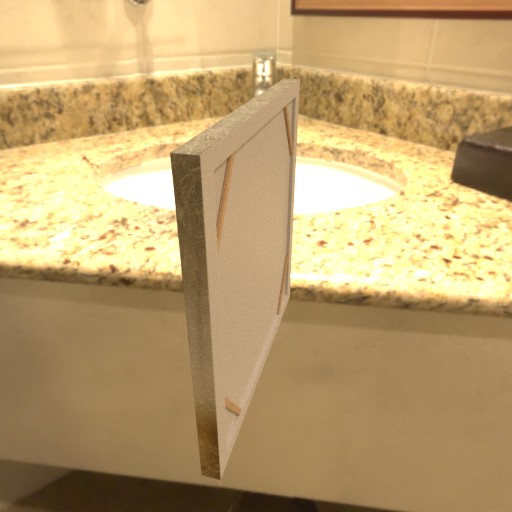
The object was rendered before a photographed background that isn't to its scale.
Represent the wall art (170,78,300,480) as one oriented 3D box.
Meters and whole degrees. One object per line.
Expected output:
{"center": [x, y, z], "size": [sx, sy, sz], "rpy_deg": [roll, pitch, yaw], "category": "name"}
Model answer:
{"center": [0.000, 0.000, 0.923], "size": [0.038, 0.610, 0.610], "rpy_deg": [8, 31, 14], "category": "wall art"}
